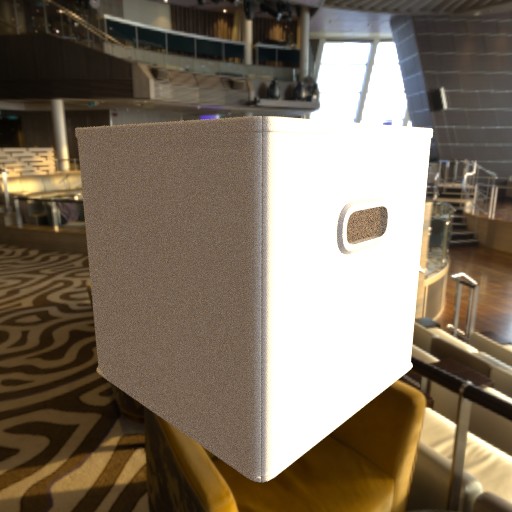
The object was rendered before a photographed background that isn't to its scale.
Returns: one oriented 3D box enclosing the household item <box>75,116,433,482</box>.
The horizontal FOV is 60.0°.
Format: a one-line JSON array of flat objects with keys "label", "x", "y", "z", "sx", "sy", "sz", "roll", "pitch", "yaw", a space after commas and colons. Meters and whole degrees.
[{"label": "household item", "x": 0.000, "y": 0.000, "z": 0.551, "sx": 0.305, "sy": 0.305, "sz": 0.305, "roll": 13, "pitch": 19, "yaw": 42}]
